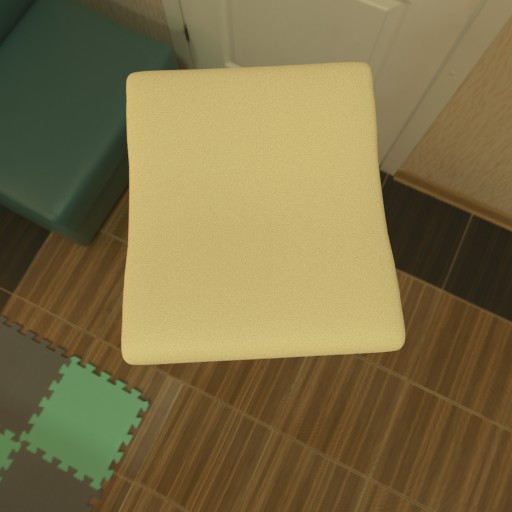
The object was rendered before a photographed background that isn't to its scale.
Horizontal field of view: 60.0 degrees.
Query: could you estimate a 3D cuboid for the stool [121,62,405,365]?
[{"bbox_3d":[0.000,0.000,1.024,0.401,0.762,0.471,-3,76,-1],"label":"stool"}]
